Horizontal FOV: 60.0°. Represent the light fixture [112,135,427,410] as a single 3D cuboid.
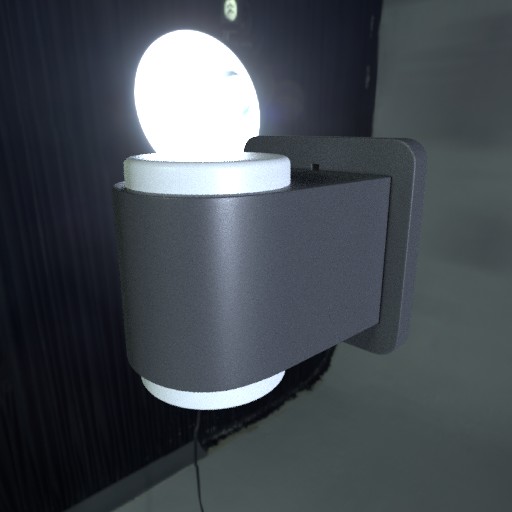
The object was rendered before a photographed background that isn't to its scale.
[{"bbox_3d":[0.000,0.000,0.212,0.109,0.109,0.132,15,22,41],"label":"light fixture"}]
